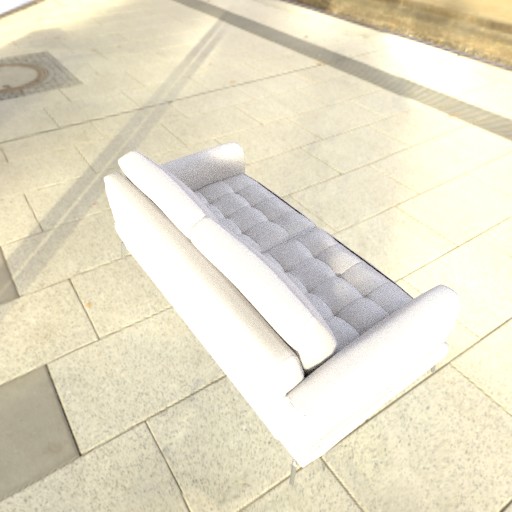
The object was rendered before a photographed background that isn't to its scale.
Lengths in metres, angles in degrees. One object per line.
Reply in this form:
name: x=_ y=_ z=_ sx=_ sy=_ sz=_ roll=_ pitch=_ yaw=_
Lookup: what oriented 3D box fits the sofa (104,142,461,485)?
sofa: x=0.000 y=0.000 z=2.723 sx=1.121 sy=0.930 sz=2.177 roll=-26 pitch=48 yaw=-26
